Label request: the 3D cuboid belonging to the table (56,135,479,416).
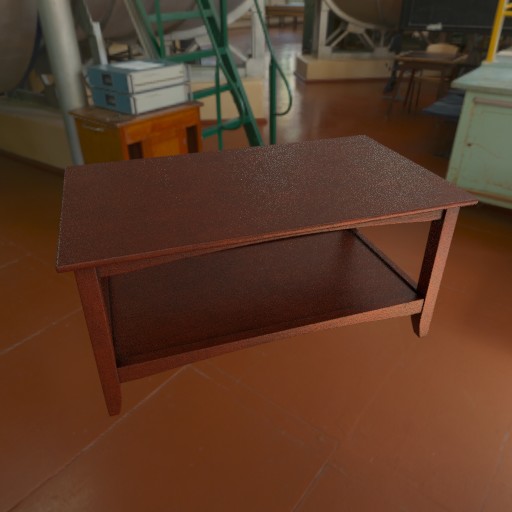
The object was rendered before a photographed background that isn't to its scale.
[{"bbox_3d":[0.000,0.000,1.263,0.943,0.456,0.533,-10,33,-15],"label":"table"}]
